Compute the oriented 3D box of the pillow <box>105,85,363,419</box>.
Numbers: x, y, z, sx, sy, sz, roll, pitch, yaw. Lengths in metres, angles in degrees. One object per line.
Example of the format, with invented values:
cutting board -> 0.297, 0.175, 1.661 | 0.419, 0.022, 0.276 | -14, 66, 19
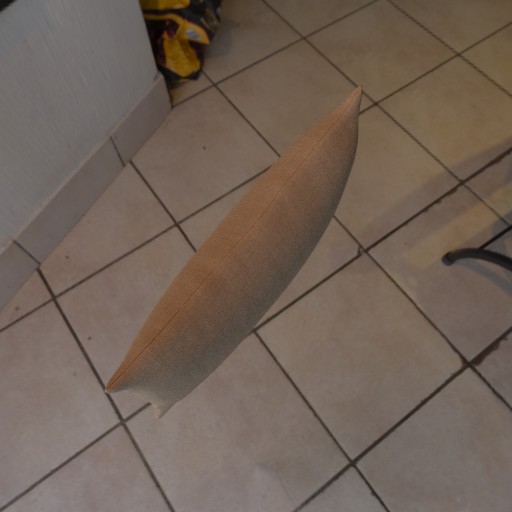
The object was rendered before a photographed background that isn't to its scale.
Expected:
pillow -> 0.000, 0.000, 0.758 | 0.148, 0.308, 0.612 | 33, 69, 14
